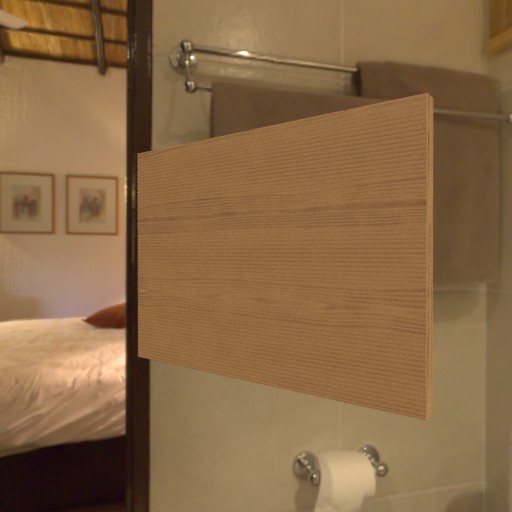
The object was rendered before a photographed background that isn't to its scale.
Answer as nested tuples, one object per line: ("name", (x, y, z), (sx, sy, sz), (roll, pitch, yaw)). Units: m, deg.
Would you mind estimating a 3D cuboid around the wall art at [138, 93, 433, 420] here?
("wall art", (0.000, 0.000, 1.101), (0.841, 0.609, 0.063), (0, 1, 37))
